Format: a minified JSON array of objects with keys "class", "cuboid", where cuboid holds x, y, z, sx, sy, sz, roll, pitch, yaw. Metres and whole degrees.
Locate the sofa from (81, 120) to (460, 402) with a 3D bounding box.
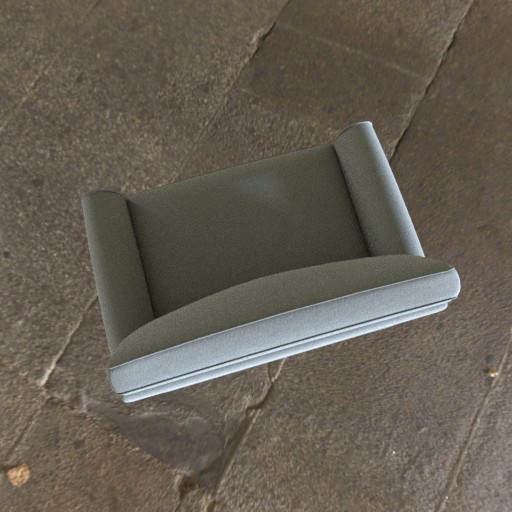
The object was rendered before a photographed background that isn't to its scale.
[{"class":"sofa","cuboid":[0.000,0.000,2.032,1.410,0.953,0.940,-15,76,-4]}]
